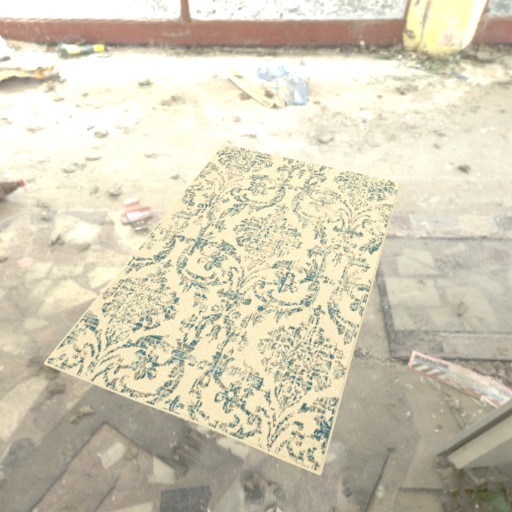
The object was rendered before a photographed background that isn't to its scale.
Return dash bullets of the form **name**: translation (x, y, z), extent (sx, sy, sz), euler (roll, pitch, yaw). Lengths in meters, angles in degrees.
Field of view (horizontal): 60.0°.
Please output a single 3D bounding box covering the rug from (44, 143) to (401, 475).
- **rug**: translation (0.000, 0.000, 2.308), extent (1.213, 0.012, 1.831), euler (16, 48, 15)
